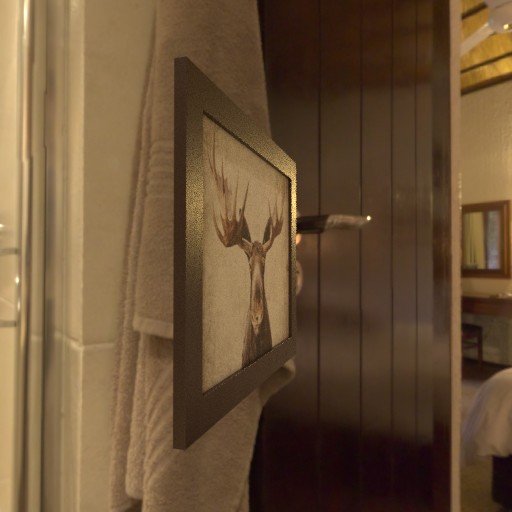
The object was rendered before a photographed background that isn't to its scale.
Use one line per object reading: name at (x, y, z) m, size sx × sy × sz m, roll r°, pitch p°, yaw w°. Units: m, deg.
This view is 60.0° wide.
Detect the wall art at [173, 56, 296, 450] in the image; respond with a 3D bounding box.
wall art at (0.000, 0.000, 1.649) m, size 0.034 × 0.952 × 1.207 m, roll 0°, pitch -1°, yaw 18°
